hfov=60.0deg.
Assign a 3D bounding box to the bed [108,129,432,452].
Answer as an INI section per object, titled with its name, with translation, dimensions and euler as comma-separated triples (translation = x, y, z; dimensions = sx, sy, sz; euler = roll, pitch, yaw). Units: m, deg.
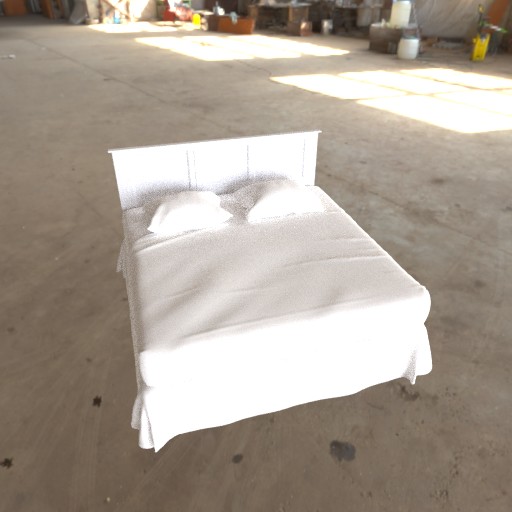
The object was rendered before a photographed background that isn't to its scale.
[bed]
translation = 0.000, 0.000, 3.597
dimensions = 2.317, 1.273, 2.215
euler = -9, 34, -14
